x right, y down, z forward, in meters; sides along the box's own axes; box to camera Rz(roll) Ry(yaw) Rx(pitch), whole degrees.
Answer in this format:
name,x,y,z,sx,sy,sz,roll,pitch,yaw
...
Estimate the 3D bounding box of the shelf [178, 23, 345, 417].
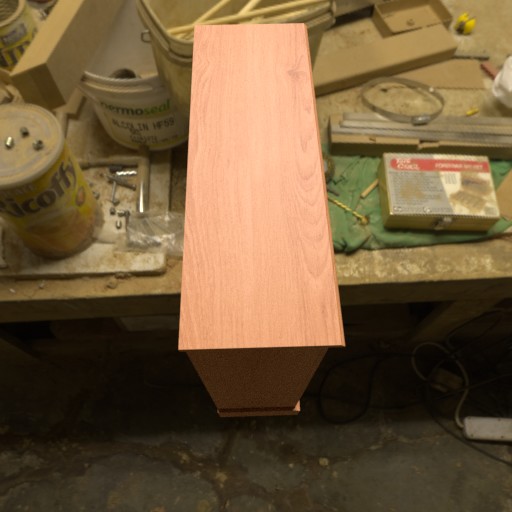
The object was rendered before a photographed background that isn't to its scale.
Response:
name,x,y,z,sx,sy,sz,roll,pitch,yaw
shelf,0.000,0.000,1.388,0.291,0.980,0.840,-1,63,-1
